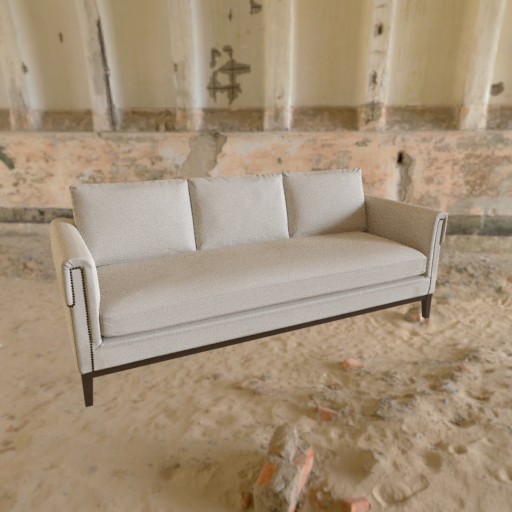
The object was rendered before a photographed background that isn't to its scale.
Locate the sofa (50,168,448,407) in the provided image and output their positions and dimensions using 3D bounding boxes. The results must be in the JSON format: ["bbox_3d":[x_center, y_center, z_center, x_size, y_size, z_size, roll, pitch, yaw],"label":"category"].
[{"bbox_3d":[0.000,0.000,2.662,2.198,0.911,0.902,-8,19,-25],"label":"sofa"}]
